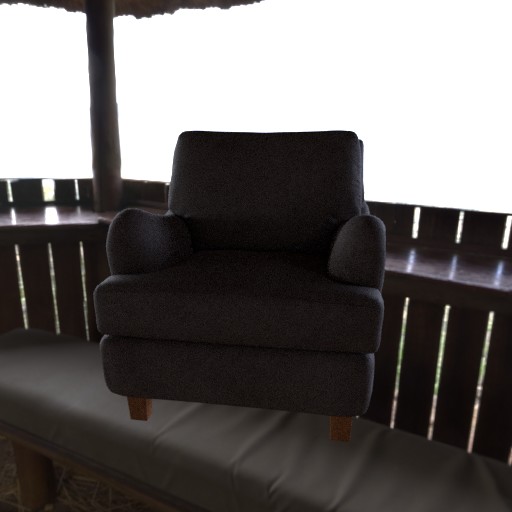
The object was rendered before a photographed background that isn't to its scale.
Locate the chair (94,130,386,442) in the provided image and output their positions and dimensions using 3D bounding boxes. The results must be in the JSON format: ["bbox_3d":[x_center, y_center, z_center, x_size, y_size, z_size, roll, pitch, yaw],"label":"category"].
[{"bbox_3d":[0.000,0.000,1.811,0.955,0.997,1.070,2,15,9],"label":"chair"}]
